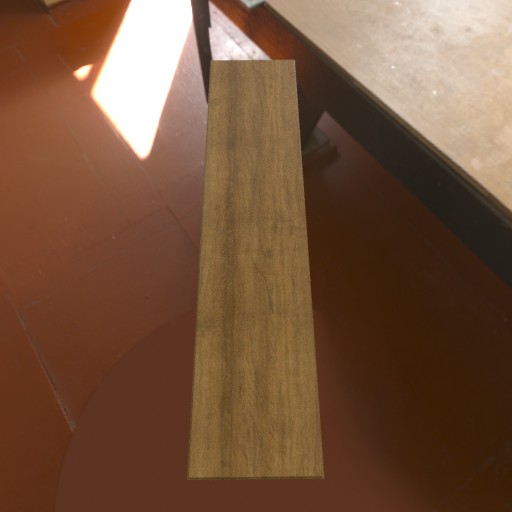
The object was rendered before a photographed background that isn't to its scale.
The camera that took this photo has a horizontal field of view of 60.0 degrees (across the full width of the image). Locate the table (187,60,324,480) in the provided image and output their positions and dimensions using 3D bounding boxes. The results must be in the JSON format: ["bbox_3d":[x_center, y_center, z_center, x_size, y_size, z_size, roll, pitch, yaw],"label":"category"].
[{"bbox_3d":[0.000,0.000,2.012,0.425,0.635,1.815,0,63,0],"label":"table"}]
